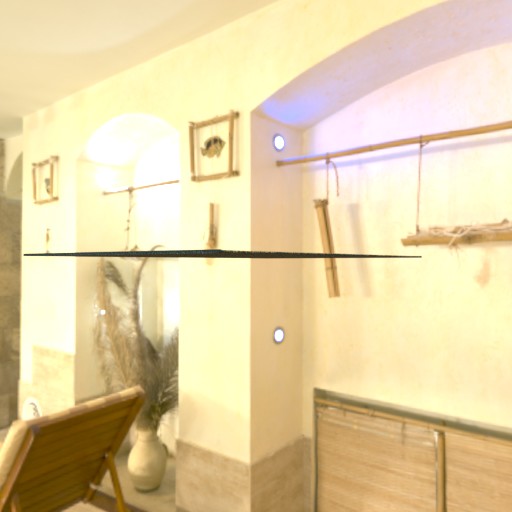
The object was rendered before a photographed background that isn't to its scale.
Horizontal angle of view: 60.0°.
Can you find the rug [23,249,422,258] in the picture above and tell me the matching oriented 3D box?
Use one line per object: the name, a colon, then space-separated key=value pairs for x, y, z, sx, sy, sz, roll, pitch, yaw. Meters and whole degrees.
rug: x=0.000 y=0.000 z=3.059 sx=1.530 sy=0.015 sz=2.449 roll=-1 pitch=-1 yaw=37
